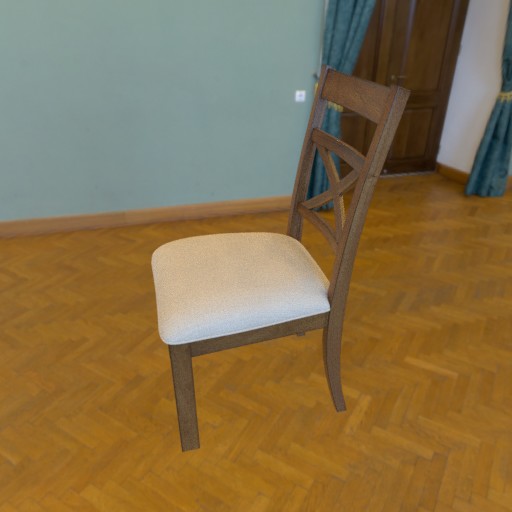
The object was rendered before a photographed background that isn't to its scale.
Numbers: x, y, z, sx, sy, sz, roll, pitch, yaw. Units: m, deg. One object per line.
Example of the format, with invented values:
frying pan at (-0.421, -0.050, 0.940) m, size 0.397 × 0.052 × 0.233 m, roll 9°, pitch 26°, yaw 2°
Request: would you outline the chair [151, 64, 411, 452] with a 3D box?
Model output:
chair at (0.000, 0.000, 1.256) m, size 0.581 × 0.949 × 0.461 m, roll -7°, pitch 30°, yaw -13°
